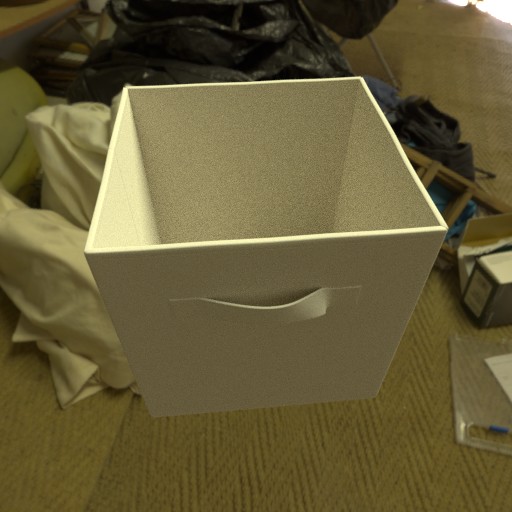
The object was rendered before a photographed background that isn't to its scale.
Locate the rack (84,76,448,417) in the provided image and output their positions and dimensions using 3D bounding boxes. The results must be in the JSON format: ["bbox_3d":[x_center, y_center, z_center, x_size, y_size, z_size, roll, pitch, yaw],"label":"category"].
[{"bbox_3d":[0.000,0.000,0.499,0.270,0.280,0.270,-4,47,-4],"label":"rack"}]
